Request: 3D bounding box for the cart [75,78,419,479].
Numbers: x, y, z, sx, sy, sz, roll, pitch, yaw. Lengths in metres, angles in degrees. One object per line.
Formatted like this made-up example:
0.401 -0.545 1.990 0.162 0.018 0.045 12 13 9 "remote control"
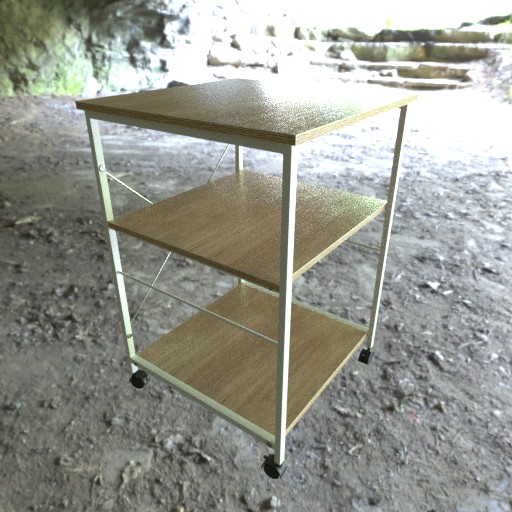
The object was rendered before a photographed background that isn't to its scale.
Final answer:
0.000 0.000 1.117 0.520 0.762 0.521 19 33 32 "cart"
